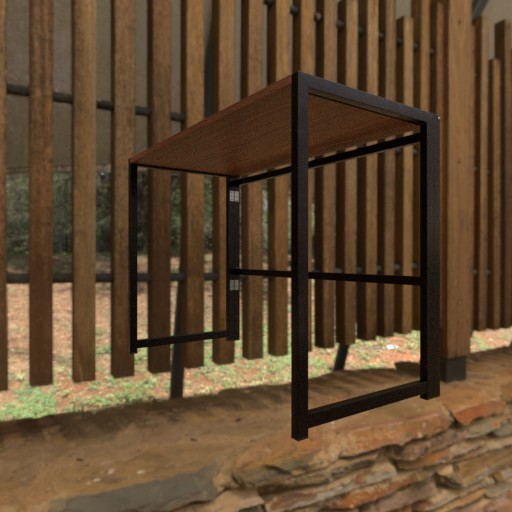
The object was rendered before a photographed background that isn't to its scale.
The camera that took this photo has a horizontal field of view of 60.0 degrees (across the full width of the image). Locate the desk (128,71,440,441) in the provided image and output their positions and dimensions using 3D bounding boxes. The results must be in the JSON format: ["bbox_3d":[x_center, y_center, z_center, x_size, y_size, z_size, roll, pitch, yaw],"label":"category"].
[{"bbox_3d":[0.000,0.000,1.468,0.508,0.762,1.016,0,0,-35],"label":"desk"}]
